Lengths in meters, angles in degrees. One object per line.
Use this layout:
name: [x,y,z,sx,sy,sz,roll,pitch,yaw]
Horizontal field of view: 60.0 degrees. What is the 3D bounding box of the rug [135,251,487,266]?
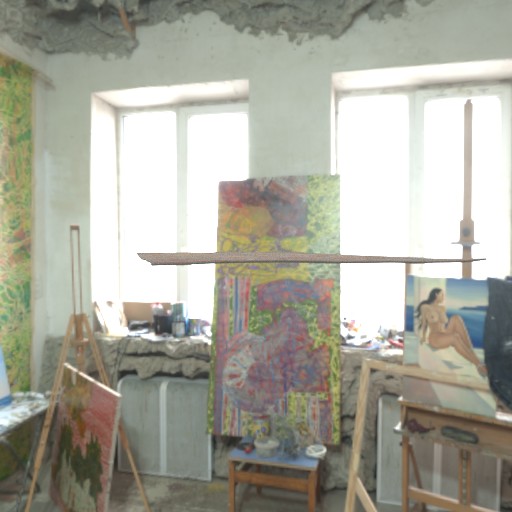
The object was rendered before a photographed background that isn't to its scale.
rug: [0.000,0.000,3.016,1.537,0.029,2.439,0,1,-17]
